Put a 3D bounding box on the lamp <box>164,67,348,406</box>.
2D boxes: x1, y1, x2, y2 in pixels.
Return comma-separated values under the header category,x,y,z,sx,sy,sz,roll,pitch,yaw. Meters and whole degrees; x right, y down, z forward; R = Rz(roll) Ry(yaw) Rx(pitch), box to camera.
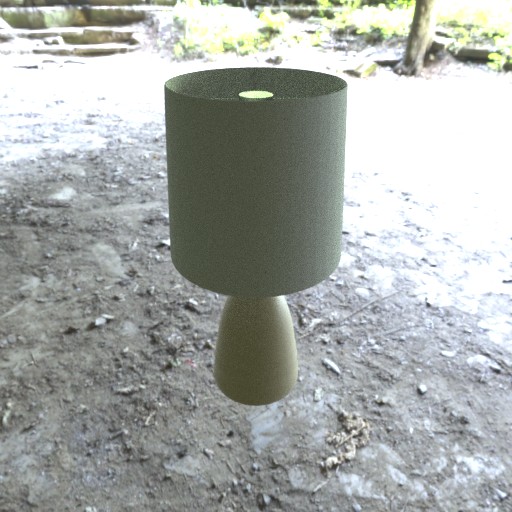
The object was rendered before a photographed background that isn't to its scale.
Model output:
category,x,y,z,sx,sy,sz,roll,pitch,yaw
lamp,0.000,0.000,0.496,0.186,0.369,0.186,0,31,0
